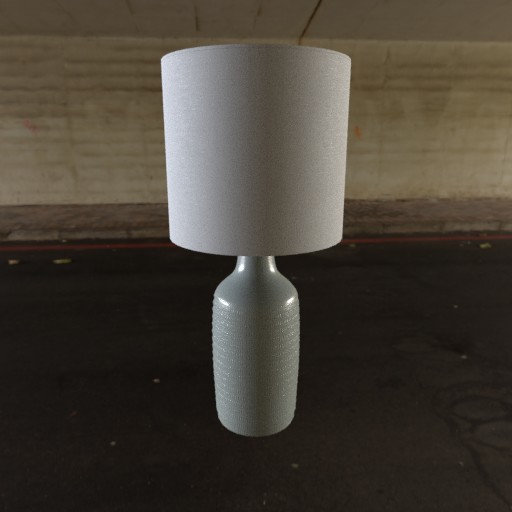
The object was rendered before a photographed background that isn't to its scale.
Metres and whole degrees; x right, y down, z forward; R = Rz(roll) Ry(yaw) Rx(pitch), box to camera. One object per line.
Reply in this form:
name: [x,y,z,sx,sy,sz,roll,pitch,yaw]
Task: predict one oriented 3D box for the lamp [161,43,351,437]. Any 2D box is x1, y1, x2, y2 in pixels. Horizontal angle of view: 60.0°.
lamp: [0.000,0.000,0.587,0.220,0.475,0.220,7,17,26]
